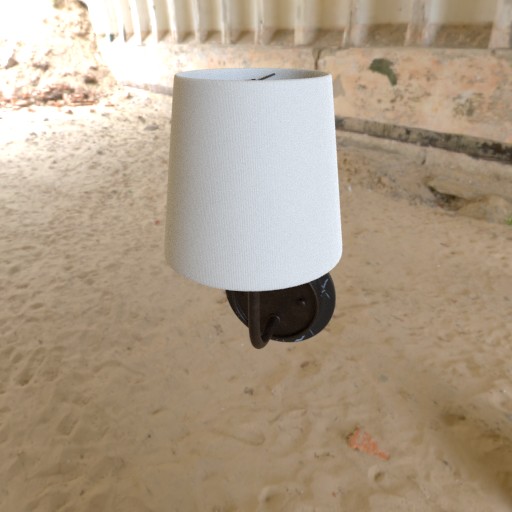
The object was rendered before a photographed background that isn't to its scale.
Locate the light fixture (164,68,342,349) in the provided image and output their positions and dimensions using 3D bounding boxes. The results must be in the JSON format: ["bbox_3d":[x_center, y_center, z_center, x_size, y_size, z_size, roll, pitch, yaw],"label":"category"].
[{"bbox_3d":[0.000,0.000,0.440,0.168,0.337,0.188,8,28,16],"label":"light fixture"}]
